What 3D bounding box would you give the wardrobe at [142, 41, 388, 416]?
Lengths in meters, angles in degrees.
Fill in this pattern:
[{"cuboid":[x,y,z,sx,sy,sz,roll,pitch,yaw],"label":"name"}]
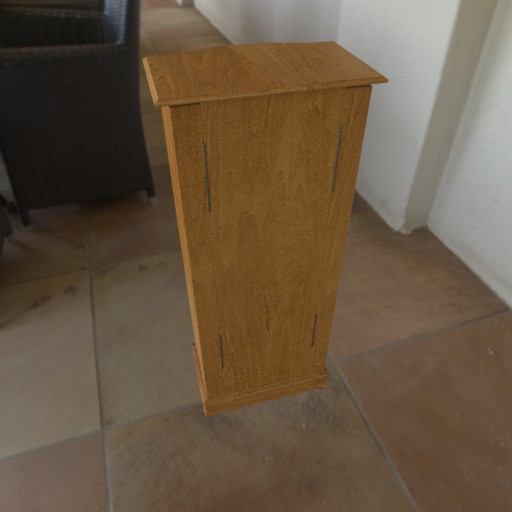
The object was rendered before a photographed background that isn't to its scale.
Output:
[{"cuboid":[0.000,0.000,1.145,0.406,0.959,0.273,-10,42,-12],"label":"wardrobe"}]
